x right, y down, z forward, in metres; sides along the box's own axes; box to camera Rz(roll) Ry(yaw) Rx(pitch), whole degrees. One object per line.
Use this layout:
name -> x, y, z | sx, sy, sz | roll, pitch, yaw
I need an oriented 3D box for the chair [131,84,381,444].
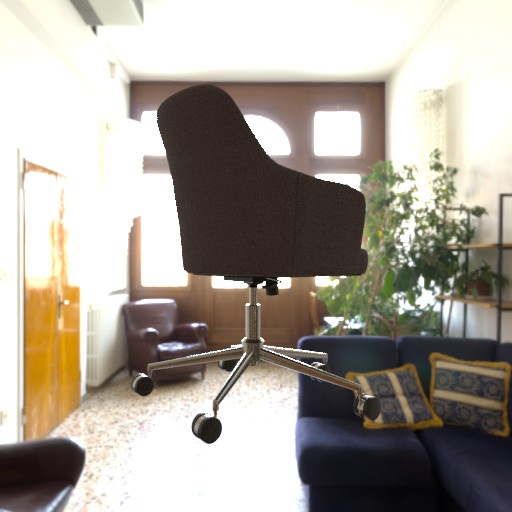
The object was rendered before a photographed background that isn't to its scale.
chair -> 0.000, 0.000, 1.294 | 0.600, 0.820, 0.655 | 0, 0, -36
